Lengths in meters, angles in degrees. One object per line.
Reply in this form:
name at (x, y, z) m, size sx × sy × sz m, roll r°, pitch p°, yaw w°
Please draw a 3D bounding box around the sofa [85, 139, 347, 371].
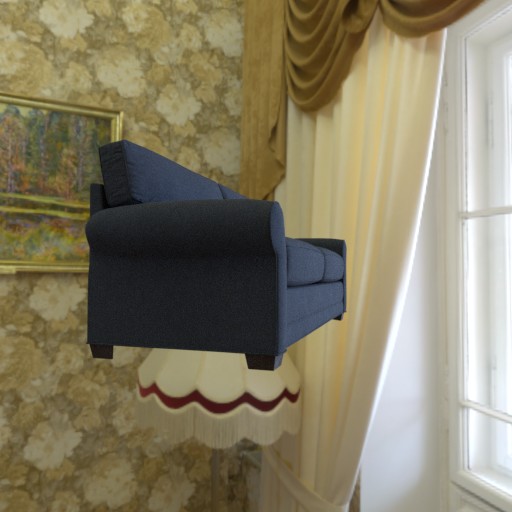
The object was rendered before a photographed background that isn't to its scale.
sofa at (0.000, 0.000, 2.966) m, size 0.954 × 1.026 × 2.391 m, roll -1°, pitch -2°, yaw 18°
